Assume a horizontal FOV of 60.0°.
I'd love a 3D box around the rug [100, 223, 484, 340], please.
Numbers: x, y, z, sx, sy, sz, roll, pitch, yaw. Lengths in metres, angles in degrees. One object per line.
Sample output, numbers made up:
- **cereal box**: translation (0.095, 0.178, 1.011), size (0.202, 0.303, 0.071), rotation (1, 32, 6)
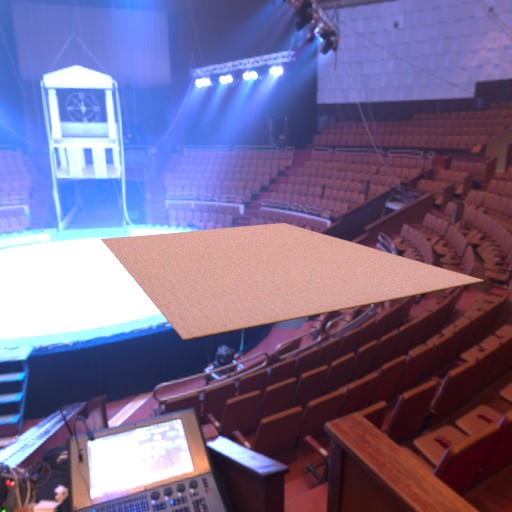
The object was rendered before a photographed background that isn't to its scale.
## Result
- **rug**: translation (0.000, 0.000, 4.218), size (2.410, 0.021, 3.055), rotation (-7, 15, -26)
